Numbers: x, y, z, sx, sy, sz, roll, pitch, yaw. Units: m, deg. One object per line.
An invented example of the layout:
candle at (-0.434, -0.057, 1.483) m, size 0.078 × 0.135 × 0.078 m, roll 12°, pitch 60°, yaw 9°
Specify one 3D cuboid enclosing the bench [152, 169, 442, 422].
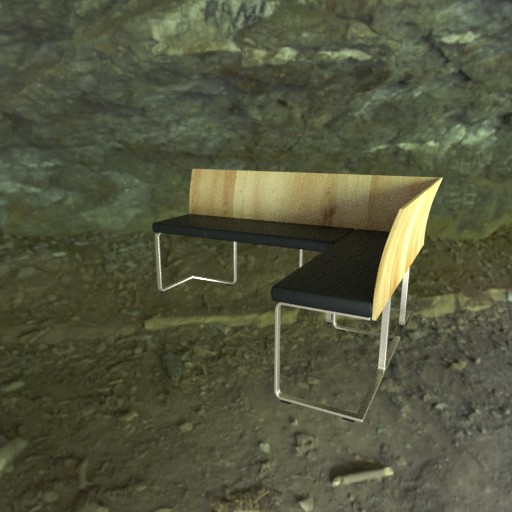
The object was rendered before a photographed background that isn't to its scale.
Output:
bench at (0.000, 0.000, 2.767) m, size 1.945 × 0.930 × 1.495 m, roll 7°, pitch 17°, yaw 26°
